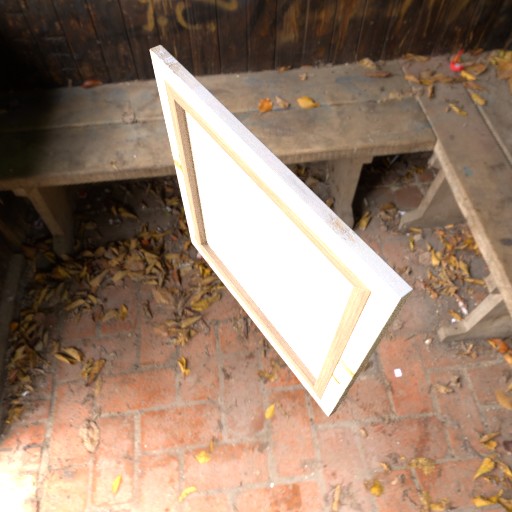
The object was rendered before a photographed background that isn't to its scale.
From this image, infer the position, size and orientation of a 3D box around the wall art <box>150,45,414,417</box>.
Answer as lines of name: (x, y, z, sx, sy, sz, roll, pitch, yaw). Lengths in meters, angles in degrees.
wall art: (0.000, 0.000, 1.522, 0.040, 1.018, 1.015, -32, 63, -18)
